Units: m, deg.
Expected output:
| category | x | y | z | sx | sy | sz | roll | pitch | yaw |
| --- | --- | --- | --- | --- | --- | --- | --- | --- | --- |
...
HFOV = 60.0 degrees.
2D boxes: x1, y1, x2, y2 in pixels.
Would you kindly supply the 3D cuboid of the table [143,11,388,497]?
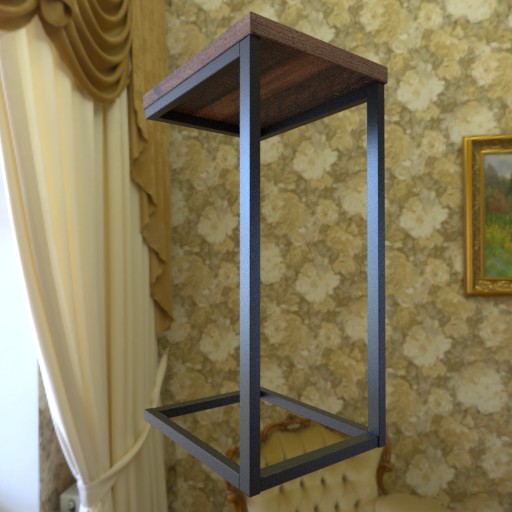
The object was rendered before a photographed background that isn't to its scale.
| category | x | y | z | sx | sy | sz | roll | pitch | yaw |
| --- | --- | --- | --- | --- | --- | --- | --- | --- | --- |
| table | 0.000 | 0.000 | 0.911 | 0.323 | 0.718 | 0.414 | 1 | -1 | -36 |
